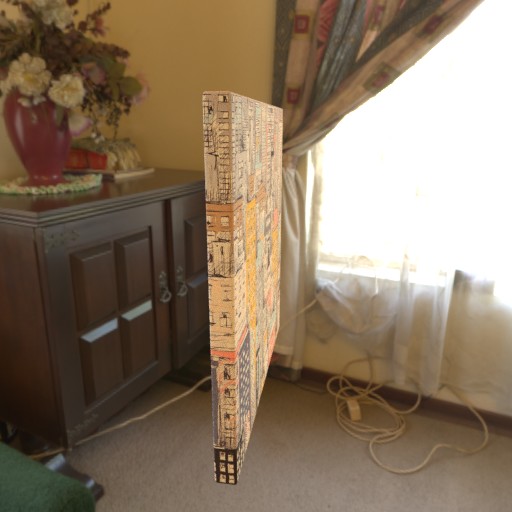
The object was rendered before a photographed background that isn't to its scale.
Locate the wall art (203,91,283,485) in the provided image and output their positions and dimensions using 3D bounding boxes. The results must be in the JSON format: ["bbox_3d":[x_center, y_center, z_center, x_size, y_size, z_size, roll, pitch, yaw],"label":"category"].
[{"bbox_3d":[0.000,0.000,0.930,0.038,0.608,0.607,3,17,9],"label":"wall art"}]
